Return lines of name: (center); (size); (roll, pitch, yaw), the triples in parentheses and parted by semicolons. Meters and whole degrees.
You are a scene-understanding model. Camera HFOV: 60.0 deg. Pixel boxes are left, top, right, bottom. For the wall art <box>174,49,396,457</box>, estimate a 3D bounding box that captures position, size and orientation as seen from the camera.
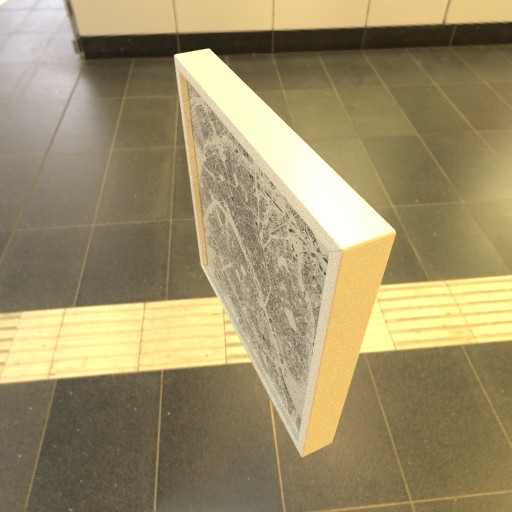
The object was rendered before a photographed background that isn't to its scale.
wall art: (0.000, 0.000, 0.456); (0.038, 0.305, 0.305); (-18, 48, -17)
